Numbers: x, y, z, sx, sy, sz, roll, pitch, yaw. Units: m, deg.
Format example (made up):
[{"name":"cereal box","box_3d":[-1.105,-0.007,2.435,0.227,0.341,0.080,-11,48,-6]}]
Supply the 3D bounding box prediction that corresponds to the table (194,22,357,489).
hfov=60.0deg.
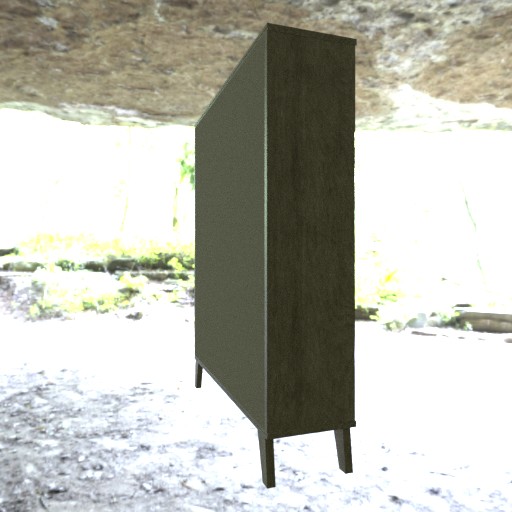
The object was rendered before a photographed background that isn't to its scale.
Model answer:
[{"name":"table","box_3d":[0.000,0.000,1.545,0.256,1.135,0.902,0,0,-19]}]
